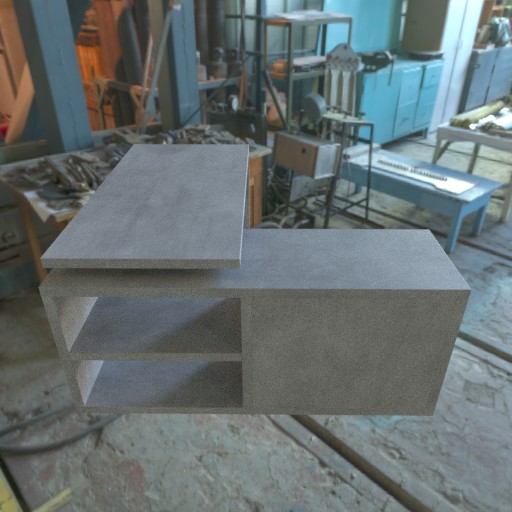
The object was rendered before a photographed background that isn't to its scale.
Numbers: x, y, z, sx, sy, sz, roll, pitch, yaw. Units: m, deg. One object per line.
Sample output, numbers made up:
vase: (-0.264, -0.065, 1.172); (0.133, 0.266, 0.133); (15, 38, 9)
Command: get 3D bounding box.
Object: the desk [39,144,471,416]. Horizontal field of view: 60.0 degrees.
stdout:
desk: (0.000, 0.000, 2.283); (1.500, 0.740, 1.400); (0, 31, 0)
